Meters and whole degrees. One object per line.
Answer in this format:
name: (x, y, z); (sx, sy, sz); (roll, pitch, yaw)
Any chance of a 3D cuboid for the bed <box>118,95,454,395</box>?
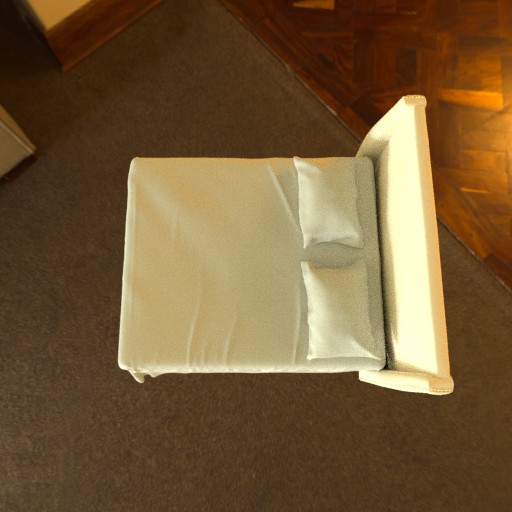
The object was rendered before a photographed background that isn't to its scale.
bed: (0.000, 0.000, 3.361); (2.276, 1.332, 1.925); (0, 77, 0)
